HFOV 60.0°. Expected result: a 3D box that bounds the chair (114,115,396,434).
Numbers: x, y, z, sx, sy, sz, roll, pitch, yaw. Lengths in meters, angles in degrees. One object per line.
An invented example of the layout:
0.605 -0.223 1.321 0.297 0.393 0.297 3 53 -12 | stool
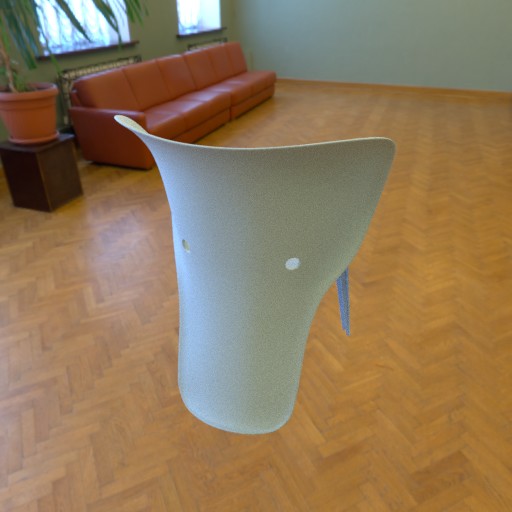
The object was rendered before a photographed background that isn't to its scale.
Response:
0.000 0.000 0.856 0.451 0.554 0.402 10 32 16 | chair
